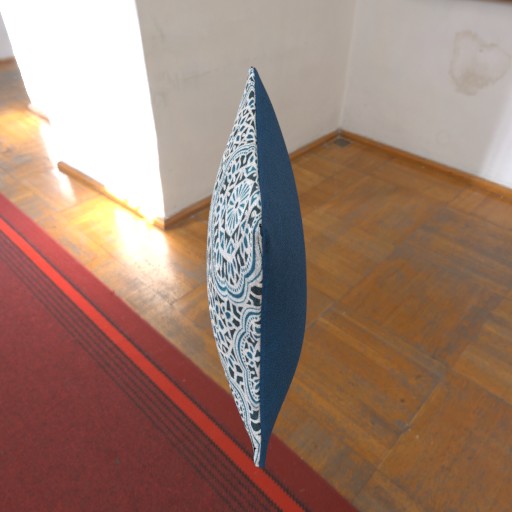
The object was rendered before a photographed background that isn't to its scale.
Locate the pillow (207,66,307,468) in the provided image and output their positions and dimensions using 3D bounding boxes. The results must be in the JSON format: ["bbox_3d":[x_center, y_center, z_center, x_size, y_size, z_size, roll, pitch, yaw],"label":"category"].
[{"bbox_3d":[0.000,0.000,0.657,0.145,0.420,0.440,-1,40,-1],"label":"pillow"}]
